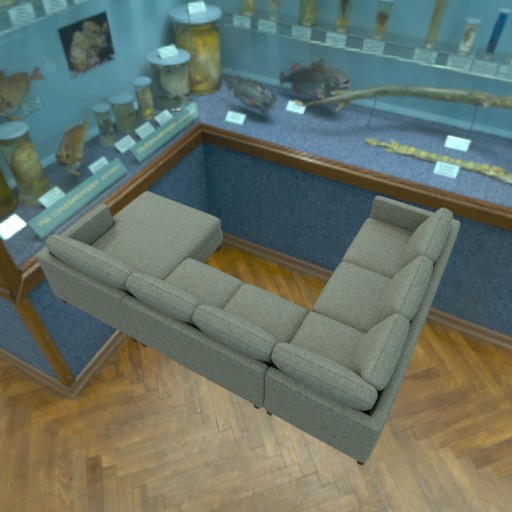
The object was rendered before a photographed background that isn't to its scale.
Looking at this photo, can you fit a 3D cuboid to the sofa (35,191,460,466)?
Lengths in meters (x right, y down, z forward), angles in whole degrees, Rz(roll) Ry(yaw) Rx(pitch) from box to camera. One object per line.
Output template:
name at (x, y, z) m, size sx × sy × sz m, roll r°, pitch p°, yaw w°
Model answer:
sofa at (0.000, 0.000, 4.504) m, size 3.403 × 0.889 × 2.551 m, roll 22°, pitch 49°, yaw 21°
